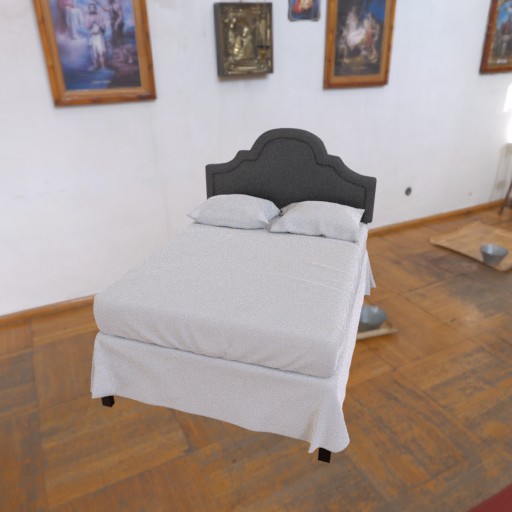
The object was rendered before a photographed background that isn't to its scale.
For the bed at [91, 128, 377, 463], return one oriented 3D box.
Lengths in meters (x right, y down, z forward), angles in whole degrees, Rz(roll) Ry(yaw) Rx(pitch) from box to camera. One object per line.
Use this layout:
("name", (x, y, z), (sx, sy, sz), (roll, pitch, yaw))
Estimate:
("bed", (0.000, 0.000, 3.374), (1.780, 1.634, 2.222), (7, 25, 16))
